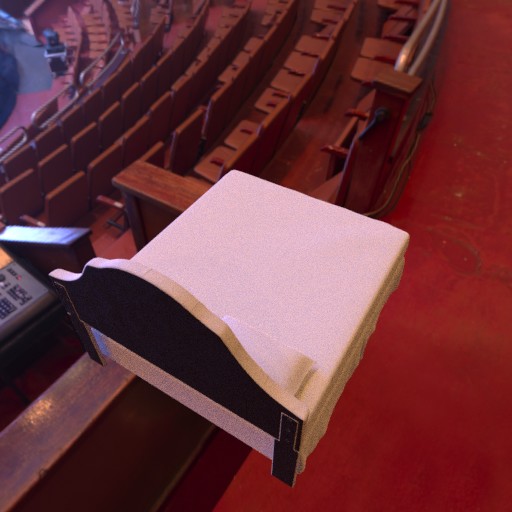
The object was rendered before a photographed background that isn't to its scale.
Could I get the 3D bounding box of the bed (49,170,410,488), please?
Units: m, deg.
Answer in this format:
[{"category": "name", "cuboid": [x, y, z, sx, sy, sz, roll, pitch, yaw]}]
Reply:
[{"category": "bed", "cuboid": [0.000, 0.000, 3.496, 2.008, 1.615, 2.214, 24, 50, 21]}]
